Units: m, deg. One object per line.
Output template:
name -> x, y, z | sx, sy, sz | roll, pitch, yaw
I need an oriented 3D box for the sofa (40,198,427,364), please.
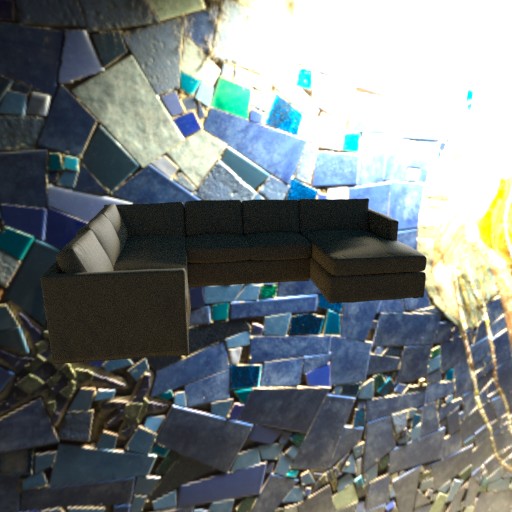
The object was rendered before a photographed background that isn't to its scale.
sofa -> 0.000, 0.000, 4.574 | 3.460, 0.882, 2.427 | -3, 16, -9
